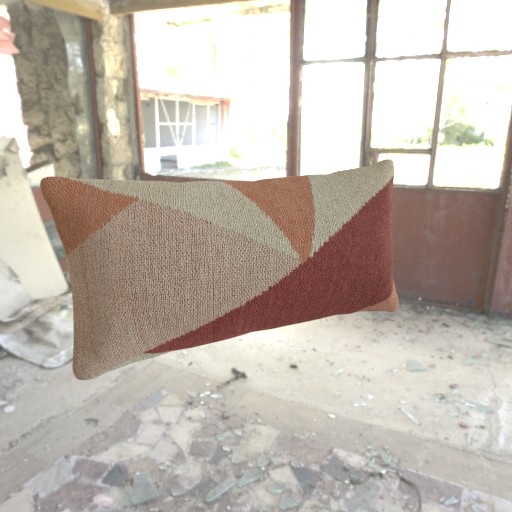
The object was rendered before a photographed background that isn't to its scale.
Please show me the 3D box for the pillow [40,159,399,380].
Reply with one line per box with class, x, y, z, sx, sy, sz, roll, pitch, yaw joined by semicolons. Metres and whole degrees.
pillow;0.000;0.000;0.727;0.609;0.292;0.155;-8;18;-26
